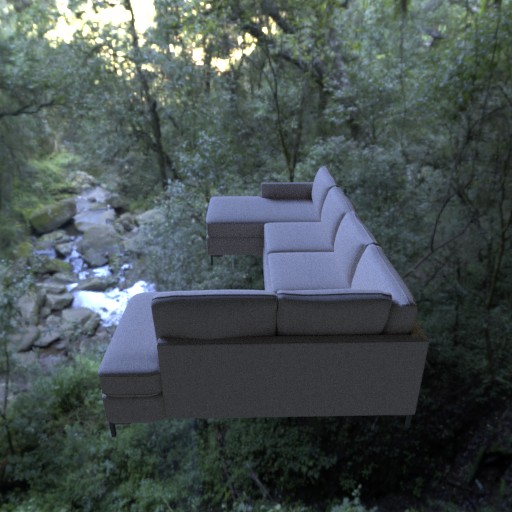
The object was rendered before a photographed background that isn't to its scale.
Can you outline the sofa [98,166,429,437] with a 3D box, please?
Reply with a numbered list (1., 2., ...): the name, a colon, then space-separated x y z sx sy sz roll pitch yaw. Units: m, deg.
1. sofa: 0.000 0.000 4.245 2.021 0.996 3.423 -1 26 -1
